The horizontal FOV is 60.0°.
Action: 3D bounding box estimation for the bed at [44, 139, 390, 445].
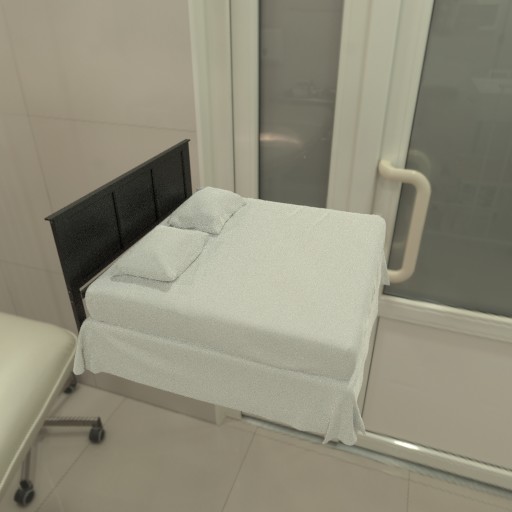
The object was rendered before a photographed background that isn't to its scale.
[{"bbox_3d":[0.000,0.000,3.724,2.219,1.271,2.315,10,32,17],"label":"bed"}]
